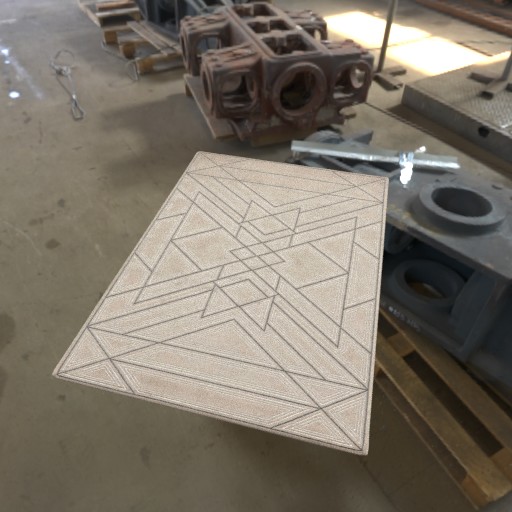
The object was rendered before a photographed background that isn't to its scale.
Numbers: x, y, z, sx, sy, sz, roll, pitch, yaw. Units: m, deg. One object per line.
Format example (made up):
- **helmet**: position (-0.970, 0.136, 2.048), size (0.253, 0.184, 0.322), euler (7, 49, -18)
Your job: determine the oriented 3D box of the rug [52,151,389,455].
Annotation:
- **rug**: position (0.000, 0.000, 4.385), size (2.436, 0.026, 3.381), euler (10, 45, 10)
